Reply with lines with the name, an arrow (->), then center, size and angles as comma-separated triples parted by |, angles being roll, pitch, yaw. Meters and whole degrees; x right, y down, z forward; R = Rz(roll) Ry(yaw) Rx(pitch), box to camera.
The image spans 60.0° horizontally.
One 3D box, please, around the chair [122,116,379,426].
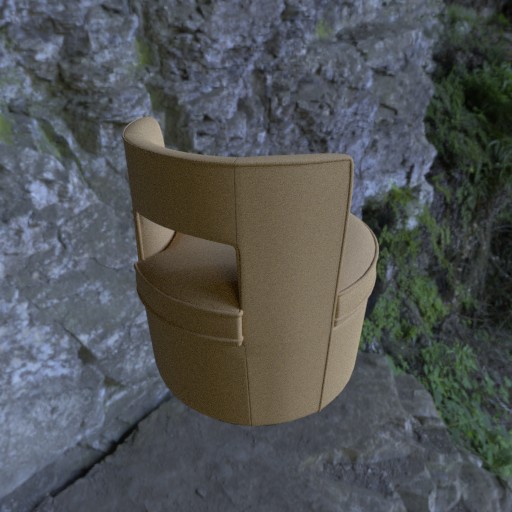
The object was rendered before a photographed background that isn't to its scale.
chair -> 0.000, 0.000, 1.231 | 0.650, 0.723, 0.665 | 21, 35, 33
